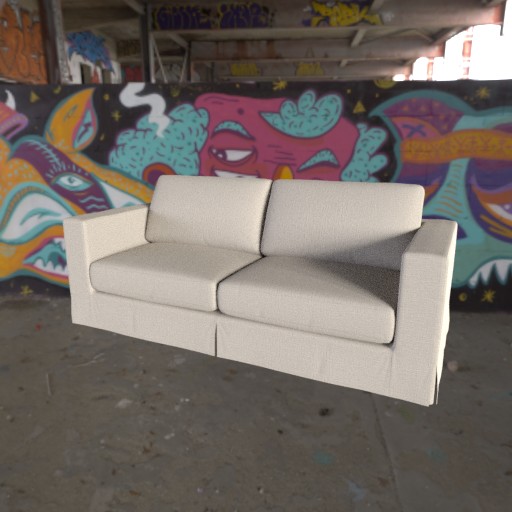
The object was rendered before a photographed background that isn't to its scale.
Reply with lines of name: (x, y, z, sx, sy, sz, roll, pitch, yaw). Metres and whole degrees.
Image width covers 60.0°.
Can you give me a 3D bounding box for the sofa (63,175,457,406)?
sofa: (0.000, 0.000, 2.649, 2.163, 0.881, 0.954, 7, 16, 25)
